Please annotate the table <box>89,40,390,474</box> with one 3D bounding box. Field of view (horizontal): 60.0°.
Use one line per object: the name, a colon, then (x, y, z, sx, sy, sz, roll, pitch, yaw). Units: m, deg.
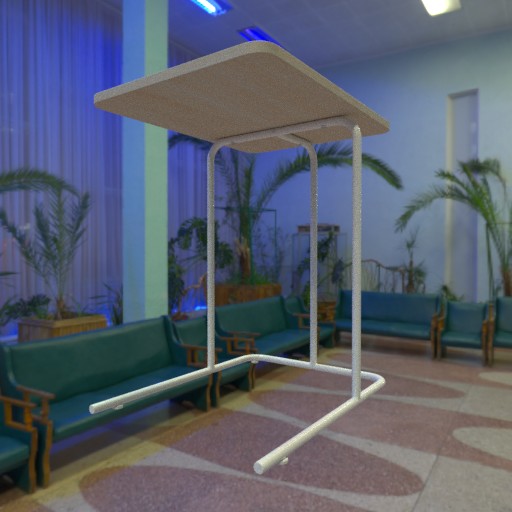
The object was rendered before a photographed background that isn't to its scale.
table: (0.000, 0.000, 0.851, 0.370, 0.550, 0.480, 1, 1, 36)
